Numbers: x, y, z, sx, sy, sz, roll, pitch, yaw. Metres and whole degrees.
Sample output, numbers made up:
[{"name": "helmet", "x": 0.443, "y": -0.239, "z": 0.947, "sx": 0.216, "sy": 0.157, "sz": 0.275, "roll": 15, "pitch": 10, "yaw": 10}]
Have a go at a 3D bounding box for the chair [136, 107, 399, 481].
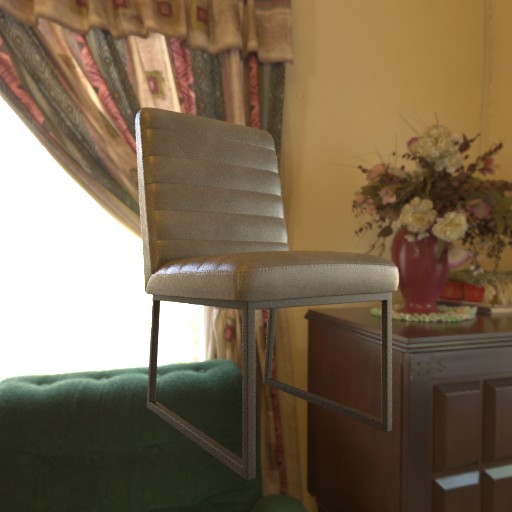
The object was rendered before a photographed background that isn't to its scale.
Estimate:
[{"name": "chair", "x": 0.000, "y": 0.000, "z": 1.290, "sx": 0.520, "sy": 0.930, "sz": 0.634, "roll": 0, "pitch": 0, "yaw": -35}]
